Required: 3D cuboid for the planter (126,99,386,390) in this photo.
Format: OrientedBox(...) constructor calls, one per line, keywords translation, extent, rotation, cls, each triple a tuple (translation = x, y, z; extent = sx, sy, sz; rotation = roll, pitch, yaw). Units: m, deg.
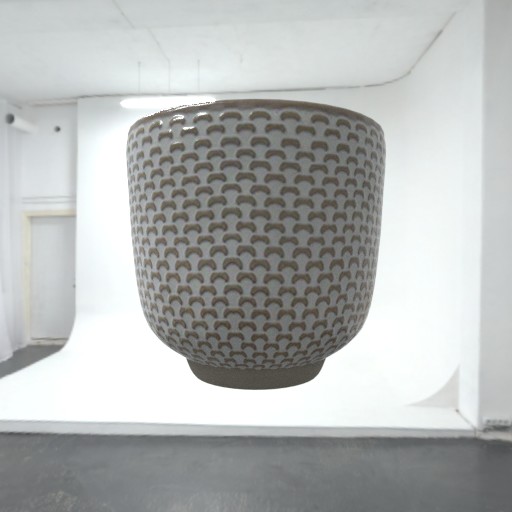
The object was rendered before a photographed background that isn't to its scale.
OrientedBox(translation=(0.000, 0.000, 0.248), extent=(0.139, 0.130, 0.139), rotation=(0, 1, 0), cls="planter")
